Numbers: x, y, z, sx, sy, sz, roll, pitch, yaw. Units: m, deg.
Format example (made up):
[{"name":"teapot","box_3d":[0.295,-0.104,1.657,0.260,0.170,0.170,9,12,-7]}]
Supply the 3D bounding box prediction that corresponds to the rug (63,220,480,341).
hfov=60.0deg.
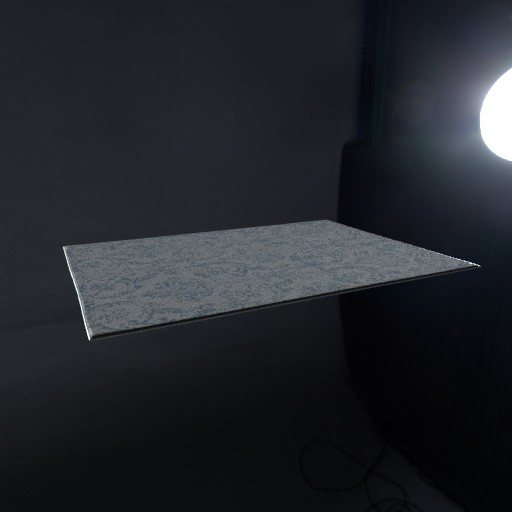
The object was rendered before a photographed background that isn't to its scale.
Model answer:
[{"name":"rug","box_3d":[0.000,0.000,2.851,2.197,0.014,1.586,-8,17,-25]}]
